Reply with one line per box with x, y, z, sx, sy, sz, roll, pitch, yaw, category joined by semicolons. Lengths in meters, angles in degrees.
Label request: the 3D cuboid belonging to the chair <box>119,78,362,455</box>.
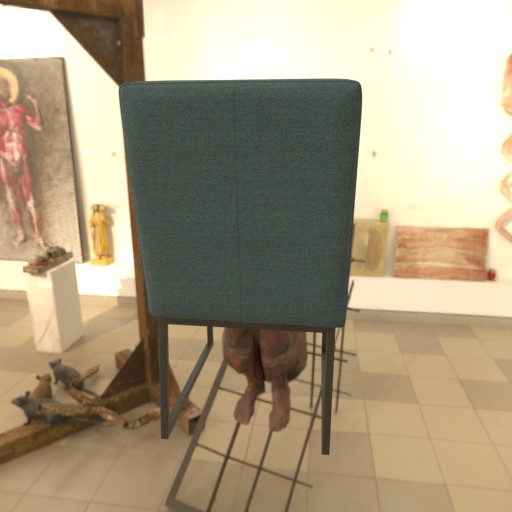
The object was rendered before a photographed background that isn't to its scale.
0.000;0.000;1.312;0.520;0.930;0.634;2;17;8;chair
